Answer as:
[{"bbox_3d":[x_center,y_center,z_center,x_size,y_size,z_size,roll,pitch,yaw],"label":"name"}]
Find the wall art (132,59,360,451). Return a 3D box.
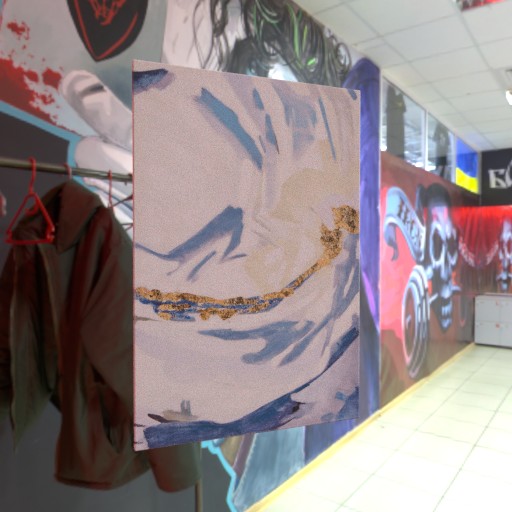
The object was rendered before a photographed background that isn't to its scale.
[{"bbox_3d":[0.000,0.000,1.139,0.610,0.914,0.016,0,1,-20],"label":"wall art"}]
